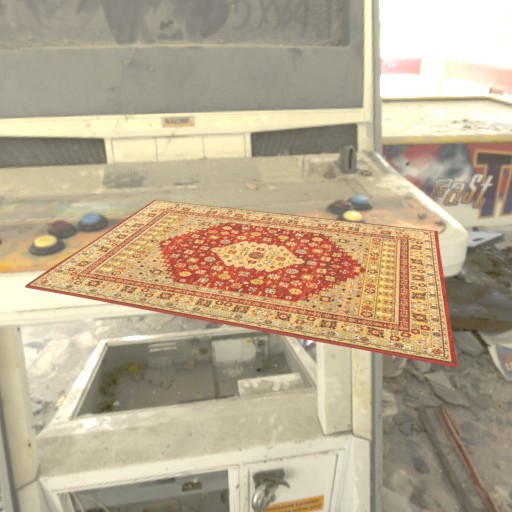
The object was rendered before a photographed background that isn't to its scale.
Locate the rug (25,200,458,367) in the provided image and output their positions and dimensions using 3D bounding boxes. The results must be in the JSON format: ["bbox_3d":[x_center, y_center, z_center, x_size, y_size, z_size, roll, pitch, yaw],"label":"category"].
[{"bbox_3d":[0.000,0.000,2.252,1.802,0.013,1.194,8,28,15],"label":"rug"}]
